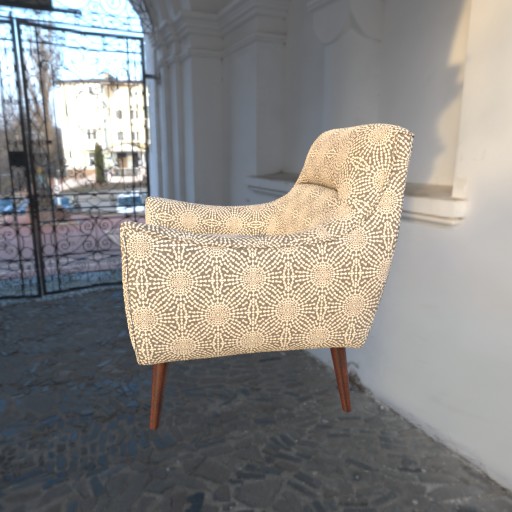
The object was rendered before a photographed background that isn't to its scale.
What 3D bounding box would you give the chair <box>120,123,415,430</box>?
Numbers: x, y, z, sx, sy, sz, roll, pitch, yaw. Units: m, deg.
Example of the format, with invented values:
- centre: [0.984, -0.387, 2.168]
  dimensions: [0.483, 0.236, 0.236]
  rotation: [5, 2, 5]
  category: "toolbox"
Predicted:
- centre: [0.000, 0.000, 1.486]
  dimensions: [0.787, 0.838, 0.762]
  rotation: [-2, 13, -9]
  category: "chair"
